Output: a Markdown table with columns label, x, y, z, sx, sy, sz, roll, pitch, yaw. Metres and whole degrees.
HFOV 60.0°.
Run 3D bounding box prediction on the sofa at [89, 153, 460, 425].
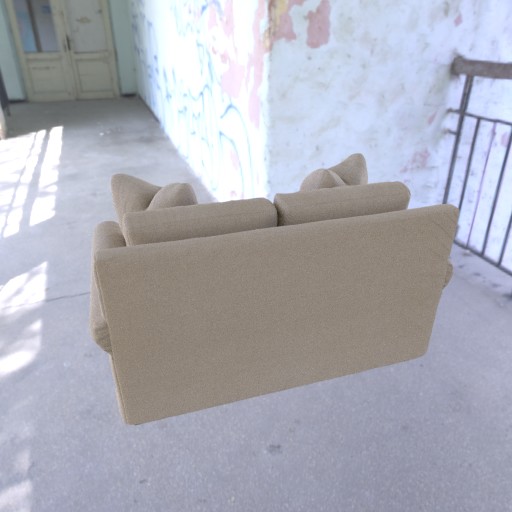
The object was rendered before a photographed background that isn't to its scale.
| label | x | y | z | sx | sy | sz | roll | pitch | yaw |
| --- | --- | --- | --- | --- | --- | --- | --- | --- | --- |
| sofa | 0.000 | 0.000 | 2.214 | 1.550 | 0.905 | 1.070 | -9 | 30 | -15 |
